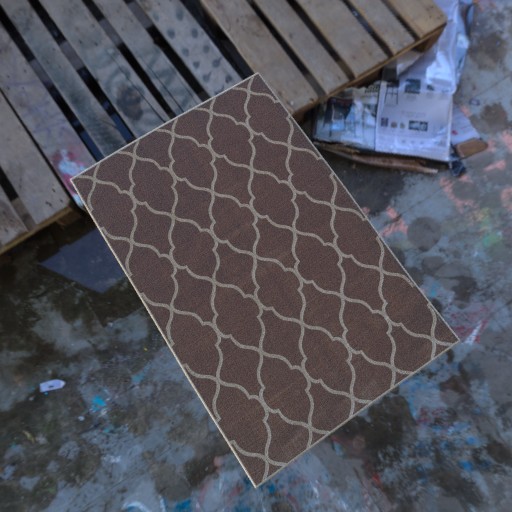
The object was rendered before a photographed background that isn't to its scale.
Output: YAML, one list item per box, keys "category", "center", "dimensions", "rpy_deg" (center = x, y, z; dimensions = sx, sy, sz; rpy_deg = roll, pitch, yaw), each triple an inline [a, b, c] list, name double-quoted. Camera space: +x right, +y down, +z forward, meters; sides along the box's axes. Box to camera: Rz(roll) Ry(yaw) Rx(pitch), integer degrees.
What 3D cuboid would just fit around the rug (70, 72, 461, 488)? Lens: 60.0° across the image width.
- category: "rug"
  center: [0.000, 0.000, 2.866]
  dimensions: [1.528, 0.014, 2.294]
  rpy_deg: [-33, 78, -8]
